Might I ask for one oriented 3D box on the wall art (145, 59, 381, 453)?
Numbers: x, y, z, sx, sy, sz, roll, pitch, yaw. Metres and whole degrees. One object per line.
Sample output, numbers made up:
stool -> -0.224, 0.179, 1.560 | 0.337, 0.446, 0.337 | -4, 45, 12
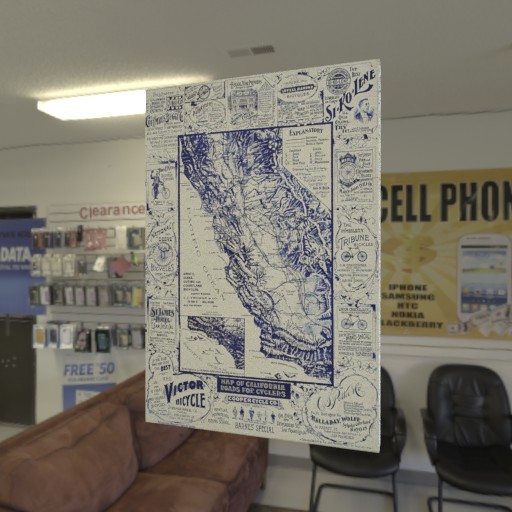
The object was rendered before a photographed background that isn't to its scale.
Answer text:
wall art -> 0.000, 0.000, 0.756 | 0.408, 0.601, 0.040 | 0, 0, 18
